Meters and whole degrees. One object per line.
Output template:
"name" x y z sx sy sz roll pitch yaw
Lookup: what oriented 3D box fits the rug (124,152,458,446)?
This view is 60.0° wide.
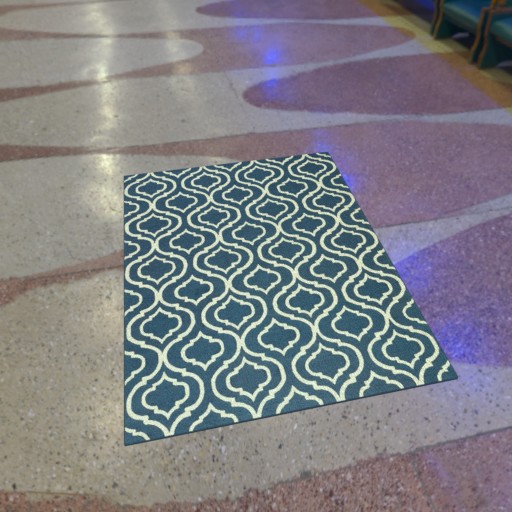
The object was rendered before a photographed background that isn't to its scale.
"rug" 0.000 0.000 3.888 2.270 0.020 2.881 -9 47 -8
